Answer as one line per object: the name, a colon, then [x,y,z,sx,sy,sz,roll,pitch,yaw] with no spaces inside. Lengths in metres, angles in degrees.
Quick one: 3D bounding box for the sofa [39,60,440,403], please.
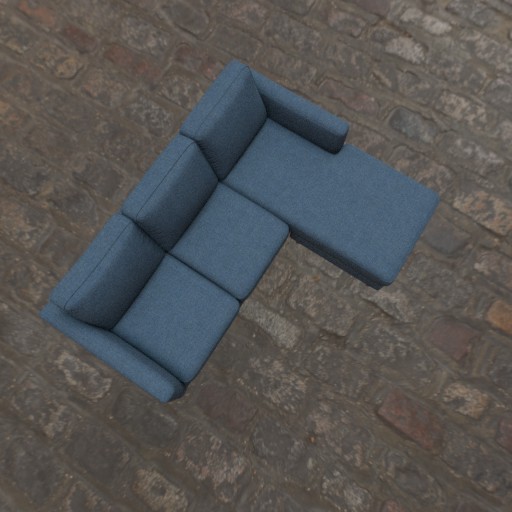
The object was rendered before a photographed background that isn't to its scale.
sofa: [0.000,0.000,2.859,1.667,0.957,2.055,32,78,8]
